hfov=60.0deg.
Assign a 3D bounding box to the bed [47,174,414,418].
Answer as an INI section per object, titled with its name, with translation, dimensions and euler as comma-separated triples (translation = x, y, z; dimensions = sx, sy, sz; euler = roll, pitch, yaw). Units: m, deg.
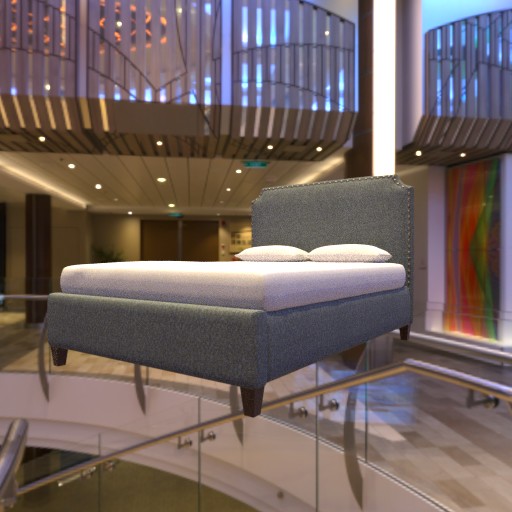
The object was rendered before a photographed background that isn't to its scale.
[bed]
translation = 0.000, 0.000, 3.376
dimensions = 1.712, 1.443, 2.372
euler = 0, 0, 36
